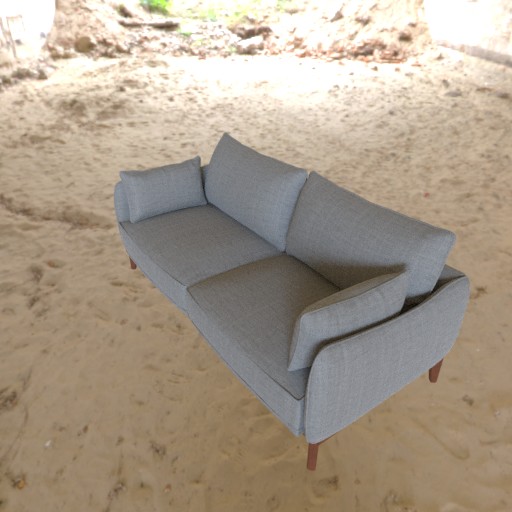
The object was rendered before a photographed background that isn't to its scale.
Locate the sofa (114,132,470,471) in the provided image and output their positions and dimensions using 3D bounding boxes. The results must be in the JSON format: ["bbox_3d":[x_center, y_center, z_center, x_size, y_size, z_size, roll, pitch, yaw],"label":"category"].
[{"bbox_3d":[0.000,0.000,2.451,0.972,0.851,1.989,-20,37,-30],"label":"sofa"}]
